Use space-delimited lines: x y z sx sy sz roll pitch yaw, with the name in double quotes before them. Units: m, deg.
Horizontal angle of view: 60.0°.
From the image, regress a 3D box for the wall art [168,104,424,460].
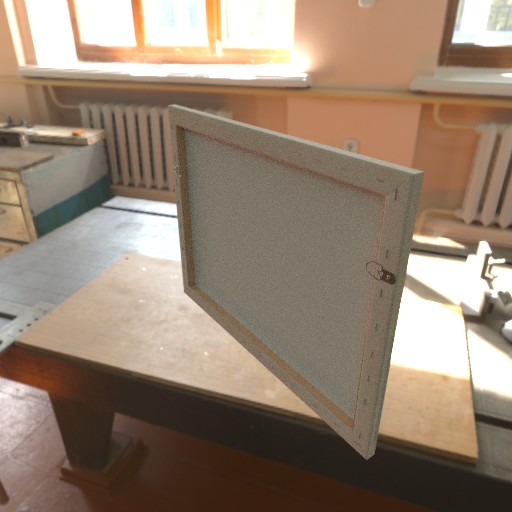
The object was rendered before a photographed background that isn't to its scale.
"wall art" 0.000 0.000 1.618 0.042 0.912 1.219 -18 32 -31
